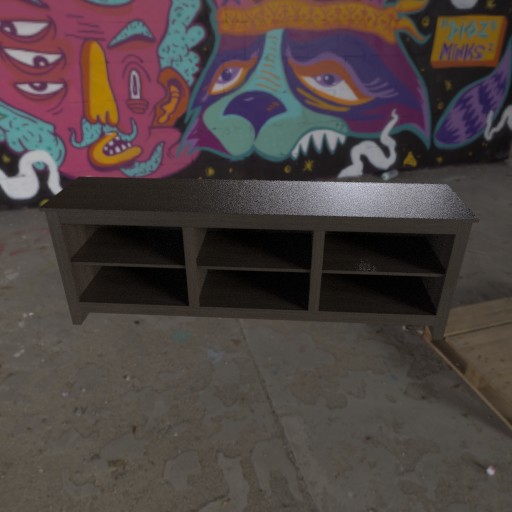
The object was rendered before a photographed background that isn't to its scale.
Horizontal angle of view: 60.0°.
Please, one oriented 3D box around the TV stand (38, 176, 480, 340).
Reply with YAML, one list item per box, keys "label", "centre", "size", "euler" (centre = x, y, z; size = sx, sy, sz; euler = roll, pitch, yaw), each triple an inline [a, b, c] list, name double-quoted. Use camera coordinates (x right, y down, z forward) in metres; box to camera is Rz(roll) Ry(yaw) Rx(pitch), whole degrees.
- label: "TV stand"
  centre: [0.000, 0.000, 2.107]
  size: [1.778, 0.610, 0.406]
  euler: [2, 29, 3]
